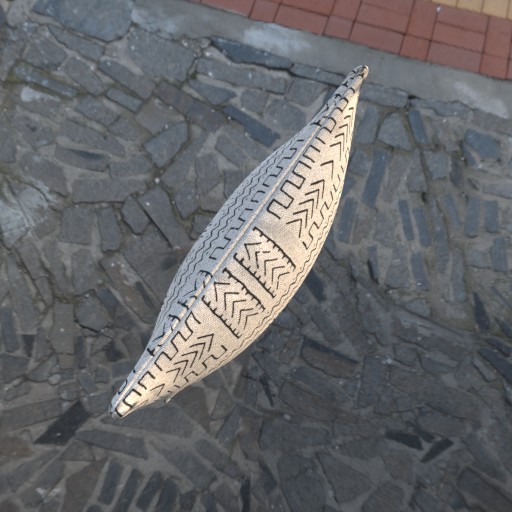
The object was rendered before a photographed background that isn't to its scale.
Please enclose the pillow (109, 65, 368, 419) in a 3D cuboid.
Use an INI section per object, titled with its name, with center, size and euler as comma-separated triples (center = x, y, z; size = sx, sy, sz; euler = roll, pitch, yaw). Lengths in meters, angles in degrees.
[pillow]
center = 0.000, 0.000, 0.788
size = 0.188, 0.352, 0.637
euler = 33, 78, 8
